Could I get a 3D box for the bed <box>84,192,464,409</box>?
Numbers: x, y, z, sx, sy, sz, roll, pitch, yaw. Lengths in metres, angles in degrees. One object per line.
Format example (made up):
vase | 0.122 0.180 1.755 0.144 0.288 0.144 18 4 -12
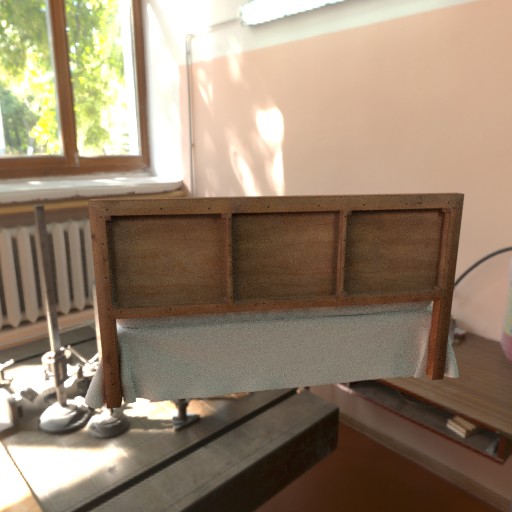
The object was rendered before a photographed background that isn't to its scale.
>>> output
bed | 0.000 0.000 3.474 2.255 1.158 2.165 -2 14 -9
